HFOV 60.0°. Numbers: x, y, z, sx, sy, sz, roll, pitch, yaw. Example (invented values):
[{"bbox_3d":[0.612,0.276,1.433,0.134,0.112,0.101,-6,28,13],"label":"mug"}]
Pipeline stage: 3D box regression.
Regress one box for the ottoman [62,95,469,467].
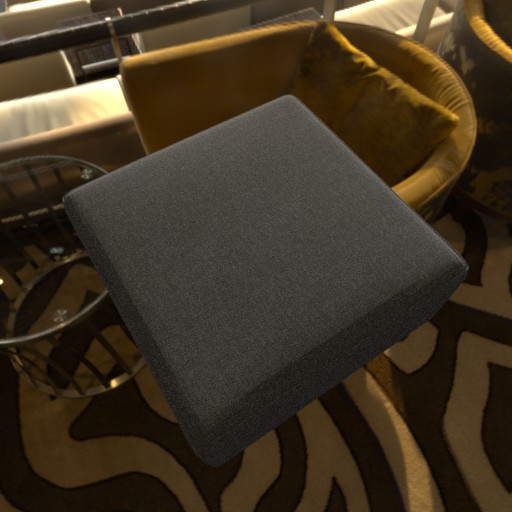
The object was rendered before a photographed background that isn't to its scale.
[{"bbox_3d":[0.000,0.000,1.586,1.000,0.439,1.000,-29,63,-16],"label":"ottoman"}]
